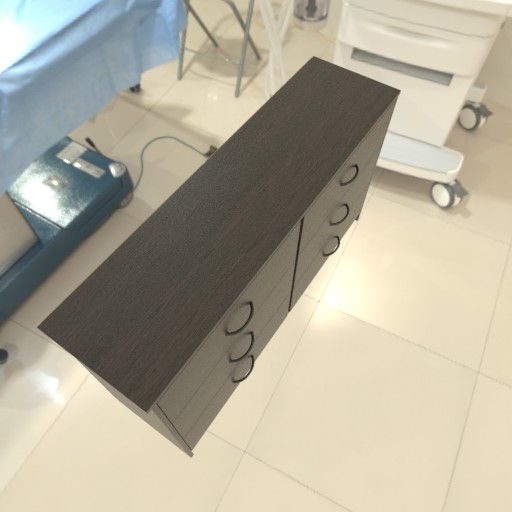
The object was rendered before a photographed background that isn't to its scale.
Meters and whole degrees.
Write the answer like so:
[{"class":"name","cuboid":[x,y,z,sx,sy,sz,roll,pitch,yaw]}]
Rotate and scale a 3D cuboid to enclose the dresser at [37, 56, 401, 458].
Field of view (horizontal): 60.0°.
[{"class":"dresser","cuboid":[0.000,0.000,1.664,0.401,0.755,1.360,30,62,18]}]
